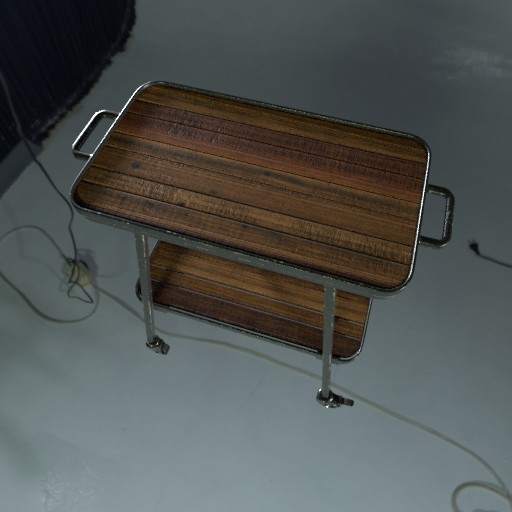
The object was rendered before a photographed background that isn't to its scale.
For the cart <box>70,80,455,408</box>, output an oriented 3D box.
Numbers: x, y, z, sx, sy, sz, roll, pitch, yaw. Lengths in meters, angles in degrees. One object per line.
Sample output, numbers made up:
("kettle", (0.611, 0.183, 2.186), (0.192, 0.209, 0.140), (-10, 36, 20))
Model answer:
("cart", (0.000, 0.000, 1.222), (0.806, 0.700, 0.515), (15, 60, 9))
